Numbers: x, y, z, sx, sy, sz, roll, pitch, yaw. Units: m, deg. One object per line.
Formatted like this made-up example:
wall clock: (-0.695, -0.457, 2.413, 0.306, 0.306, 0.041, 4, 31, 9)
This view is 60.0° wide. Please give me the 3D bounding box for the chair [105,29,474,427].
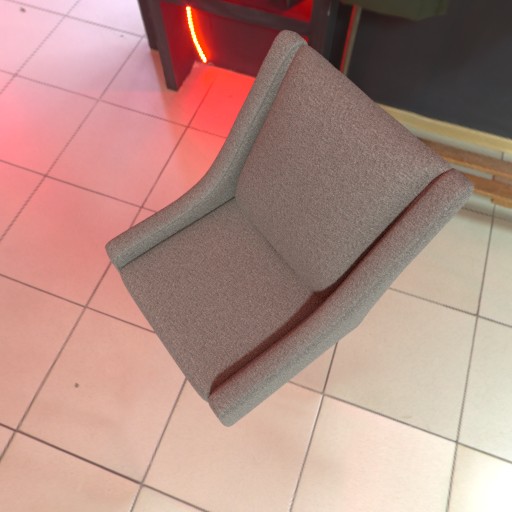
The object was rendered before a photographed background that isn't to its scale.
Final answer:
chair: (0.000, 0.000, 1.579, 0.870, 1.016, 0.774, -34, 69, -15)
